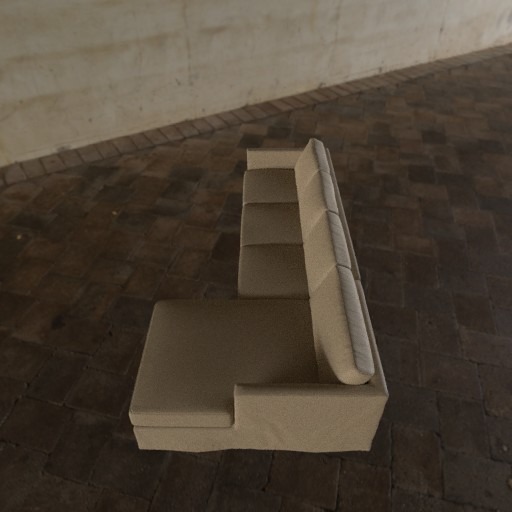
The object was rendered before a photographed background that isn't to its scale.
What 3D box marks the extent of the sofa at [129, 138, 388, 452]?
[{"bbox_3d":[0.000,0.000,3.986,1.622,0.871,3.206,0,41,0],"label":"sofa"}]
